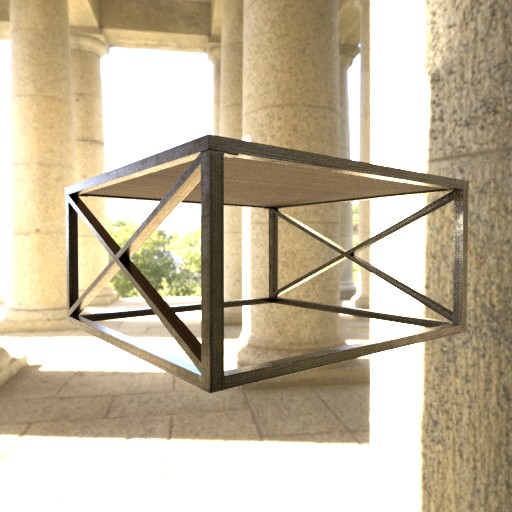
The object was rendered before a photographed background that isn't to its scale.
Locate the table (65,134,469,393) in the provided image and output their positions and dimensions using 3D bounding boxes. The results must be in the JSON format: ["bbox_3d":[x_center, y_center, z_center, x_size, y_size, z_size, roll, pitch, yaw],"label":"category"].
[{"bbox_3d":[0.000,0.000,1.400,0.909,0.451,0.899,-1,2,-38],"label":"table"}]
